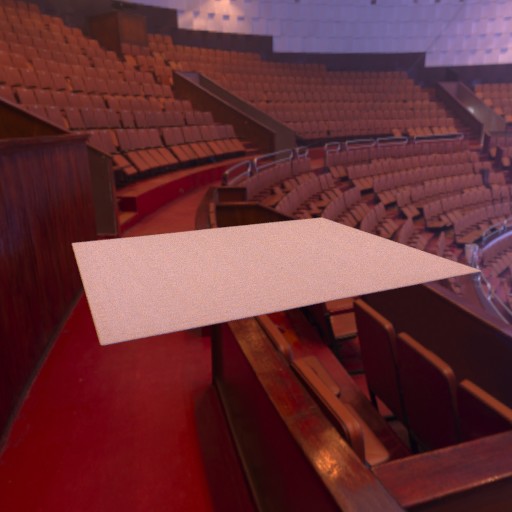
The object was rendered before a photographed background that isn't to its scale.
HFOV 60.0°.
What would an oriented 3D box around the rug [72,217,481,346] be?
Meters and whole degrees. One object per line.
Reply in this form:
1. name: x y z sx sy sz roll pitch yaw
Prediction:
1. rug: 0.000 0.000 4.139 3.055 0.021 2.410 -8 18 -24
